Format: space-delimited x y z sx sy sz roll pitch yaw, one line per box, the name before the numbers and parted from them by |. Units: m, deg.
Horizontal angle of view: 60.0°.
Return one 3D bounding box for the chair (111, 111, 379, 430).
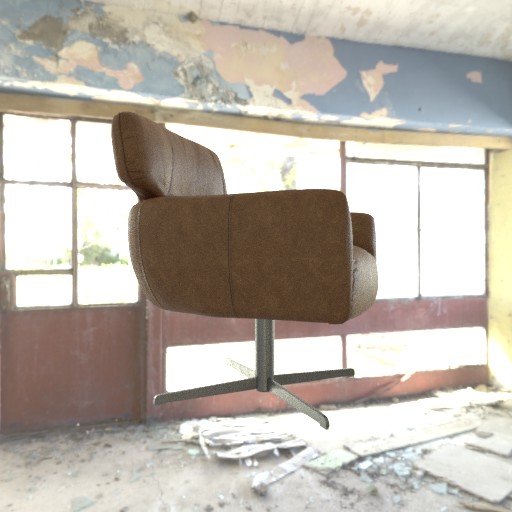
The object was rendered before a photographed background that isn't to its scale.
chair | 0.000 0.000 1.353 0.715 0.812 0.706 0 1 20
